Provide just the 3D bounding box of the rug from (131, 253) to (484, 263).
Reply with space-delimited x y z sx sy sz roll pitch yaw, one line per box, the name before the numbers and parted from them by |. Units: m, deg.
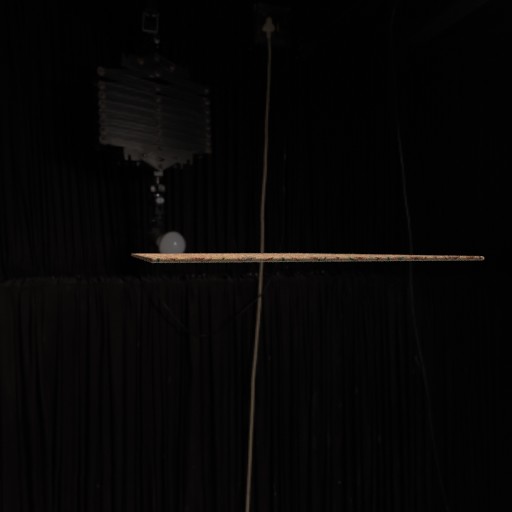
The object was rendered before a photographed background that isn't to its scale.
rug | 0.000 0.000 2.954 1.541 0.018 2.297 0 1 -17
